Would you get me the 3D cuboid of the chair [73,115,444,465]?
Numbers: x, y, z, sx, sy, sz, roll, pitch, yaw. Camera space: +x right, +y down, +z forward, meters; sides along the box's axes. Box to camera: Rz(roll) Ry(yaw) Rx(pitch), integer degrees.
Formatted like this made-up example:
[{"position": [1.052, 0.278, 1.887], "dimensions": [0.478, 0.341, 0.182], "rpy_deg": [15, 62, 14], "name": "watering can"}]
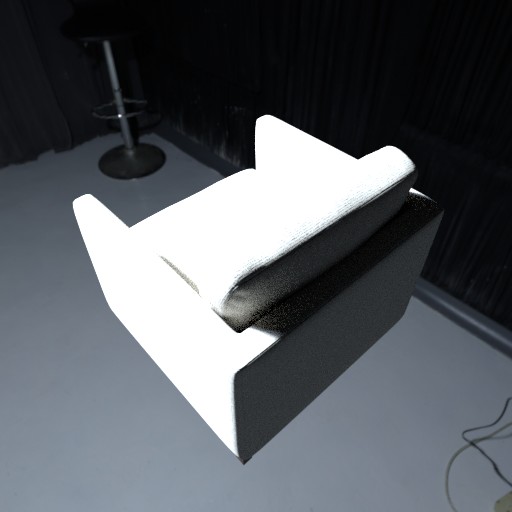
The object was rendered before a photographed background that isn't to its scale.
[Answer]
[{"position": [0.000, 0.000, 1.747], "dimensions": [0.996, 0.919, 0.959], "rpy_deg": [-33, 54, -28], "name": "chair"}]
